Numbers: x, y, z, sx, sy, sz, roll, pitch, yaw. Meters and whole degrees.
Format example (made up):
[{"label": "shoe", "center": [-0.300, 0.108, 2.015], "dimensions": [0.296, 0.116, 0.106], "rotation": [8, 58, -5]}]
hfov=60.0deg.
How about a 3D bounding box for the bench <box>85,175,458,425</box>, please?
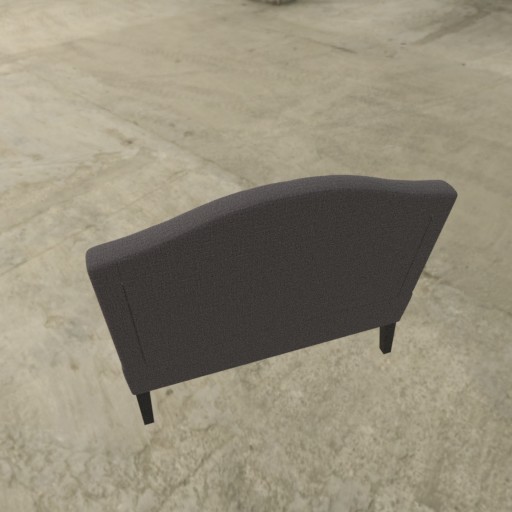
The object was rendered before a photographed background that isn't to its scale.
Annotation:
[{"label": "bench", "center": [0.000, 0.000, 2.040], "dimensions": [1.335, 1.180, 0.815], "rotation": [-12, 42, -14]}]
